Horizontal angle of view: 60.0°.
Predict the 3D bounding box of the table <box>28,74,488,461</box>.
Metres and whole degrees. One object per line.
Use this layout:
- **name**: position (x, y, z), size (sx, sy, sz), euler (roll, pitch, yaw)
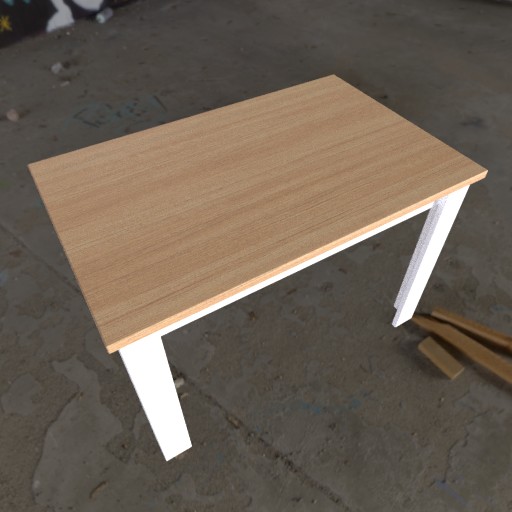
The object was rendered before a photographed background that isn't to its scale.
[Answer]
- **table**: position (0.000, 0.000, 1.521), size (1.100, 0.734, 0.700), euler (-24, 51, -21)
